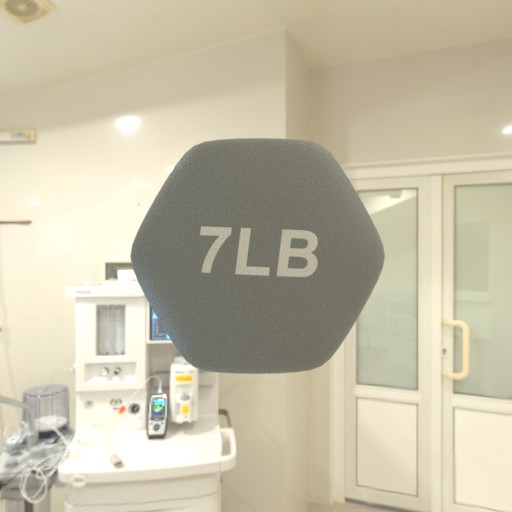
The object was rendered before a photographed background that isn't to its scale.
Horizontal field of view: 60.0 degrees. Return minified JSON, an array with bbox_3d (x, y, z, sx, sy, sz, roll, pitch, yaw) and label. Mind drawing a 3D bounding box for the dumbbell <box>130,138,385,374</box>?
[{"bbox_3d":[0.000,0.000,0.231,0.090,0.081,0.184,0,0,0],"label":"dumbbell"}]
